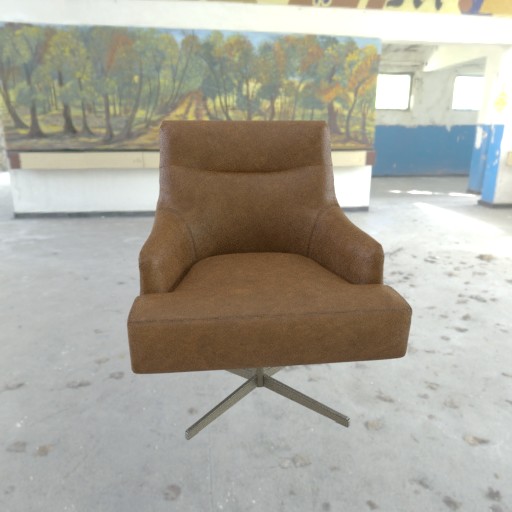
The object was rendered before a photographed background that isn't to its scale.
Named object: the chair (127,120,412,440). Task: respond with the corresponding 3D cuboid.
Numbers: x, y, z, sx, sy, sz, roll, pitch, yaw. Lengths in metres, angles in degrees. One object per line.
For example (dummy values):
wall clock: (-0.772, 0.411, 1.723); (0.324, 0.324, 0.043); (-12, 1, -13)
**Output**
chair: (0.000, 0.000, 1.474); (0.729, 0.869, 0.874); (-2, 17, -6)
